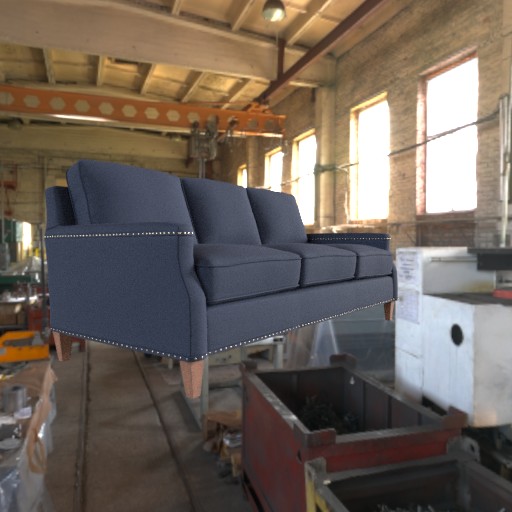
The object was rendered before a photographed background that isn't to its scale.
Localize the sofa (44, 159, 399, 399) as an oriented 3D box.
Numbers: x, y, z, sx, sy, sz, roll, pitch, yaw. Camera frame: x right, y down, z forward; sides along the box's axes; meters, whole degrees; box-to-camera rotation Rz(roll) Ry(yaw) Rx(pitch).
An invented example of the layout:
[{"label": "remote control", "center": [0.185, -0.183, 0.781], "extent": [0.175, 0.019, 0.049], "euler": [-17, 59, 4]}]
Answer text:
[{"label": "sofa", "center": [0.000, 0.000, 2.788], "extent": [1.084, 1.003, 2.246], "euler": [1, 2, 36]}]
